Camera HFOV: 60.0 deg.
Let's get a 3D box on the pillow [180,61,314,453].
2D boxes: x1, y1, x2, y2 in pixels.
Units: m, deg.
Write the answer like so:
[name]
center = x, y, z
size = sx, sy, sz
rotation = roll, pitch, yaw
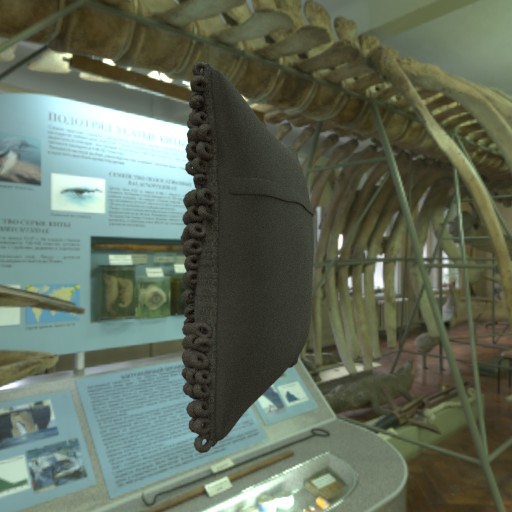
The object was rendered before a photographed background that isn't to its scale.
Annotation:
[pillow]
center = 0.000, 0.000, 0.735
size = 0.172, 0.467, 0.470
rotation = 0, 0, 17
